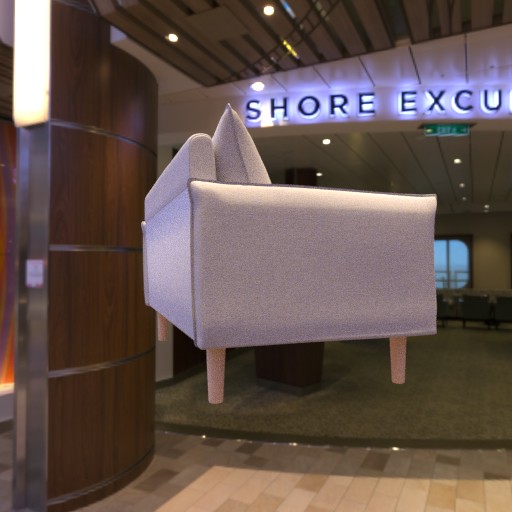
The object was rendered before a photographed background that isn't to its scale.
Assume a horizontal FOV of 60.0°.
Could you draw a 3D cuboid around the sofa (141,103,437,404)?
[{"bbox_3d":[0.000,0.000,1.850,0.820,0.840,1.300,0,-1,-20],"label":"sofa"}]
